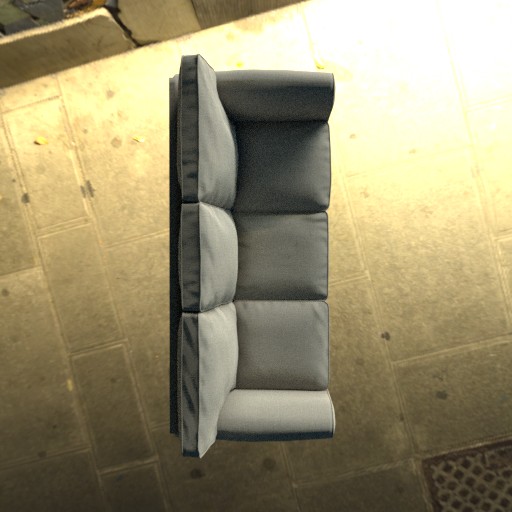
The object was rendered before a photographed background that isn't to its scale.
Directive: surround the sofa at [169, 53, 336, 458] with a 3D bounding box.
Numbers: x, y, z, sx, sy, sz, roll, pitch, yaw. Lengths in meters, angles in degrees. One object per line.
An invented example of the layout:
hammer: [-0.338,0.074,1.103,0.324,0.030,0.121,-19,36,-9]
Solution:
sofa: [0.000,0.000,2.645,0.916,0.961,2.084,0,91,2]
